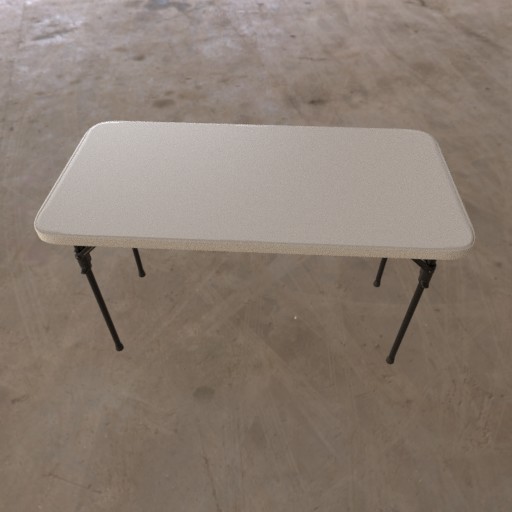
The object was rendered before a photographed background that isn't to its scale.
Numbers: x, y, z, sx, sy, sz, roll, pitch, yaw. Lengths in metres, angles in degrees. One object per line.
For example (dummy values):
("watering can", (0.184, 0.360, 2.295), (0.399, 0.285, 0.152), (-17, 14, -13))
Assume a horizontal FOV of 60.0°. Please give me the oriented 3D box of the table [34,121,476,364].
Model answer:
("table", (0.000, 0.000, 1.642), (1.219, 0.729, 0.610), (2, 46, 2))
